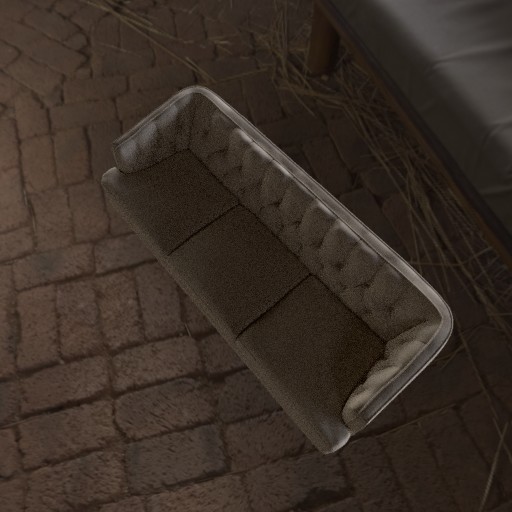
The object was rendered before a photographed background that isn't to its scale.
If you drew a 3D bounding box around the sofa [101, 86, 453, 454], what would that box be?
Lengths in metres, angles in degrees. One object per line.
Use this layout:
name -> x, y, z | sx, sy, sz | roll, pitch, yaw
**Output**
sofa -> 0.000, 0.000, 2.759 | 0.913, 0.788, 2.235 | -37, 69, -17
